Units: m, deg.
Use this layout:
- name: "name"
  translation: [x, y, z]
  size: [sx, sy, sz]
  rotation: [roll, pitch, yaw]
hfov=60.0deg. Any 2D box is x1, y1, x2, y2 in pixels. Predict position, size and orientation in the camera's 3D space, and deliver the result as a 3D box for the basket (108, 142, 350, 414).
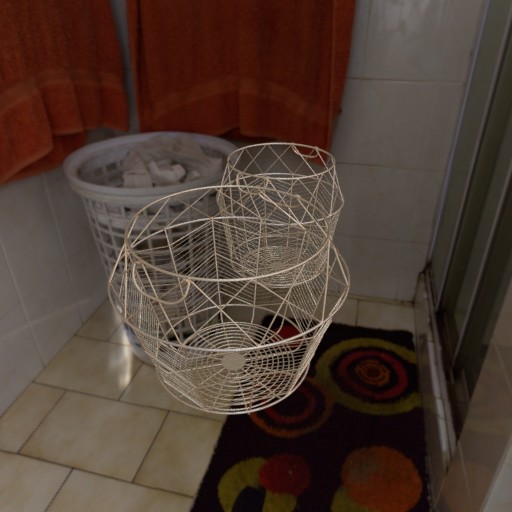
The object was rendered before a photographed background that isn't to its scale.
- name: "basket"
  translation: [0.000, 0.000, 1.032]
  size: [0.451, 0.343, 0.805]
  rotation: [8, 32, 14]
